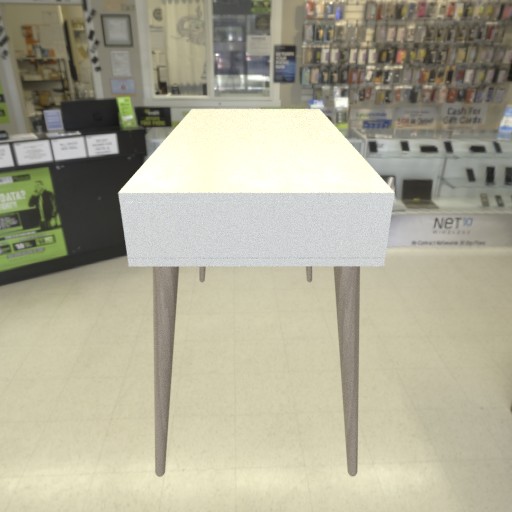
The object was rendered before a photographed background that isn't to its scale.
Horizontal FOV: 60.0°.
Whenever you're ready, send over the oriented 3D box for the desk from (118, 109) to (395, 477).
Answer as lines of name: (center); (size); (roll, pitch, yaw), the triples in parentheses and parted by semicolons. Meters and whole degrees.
desk: (0.000, 0.000, 1.351); (0.491, 0.723, 0.979); (0, 26, 0)
